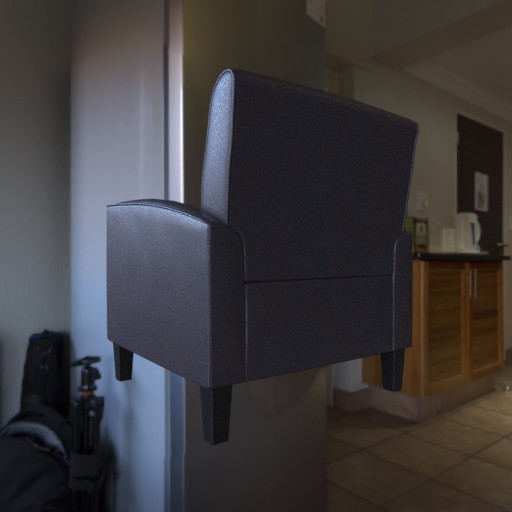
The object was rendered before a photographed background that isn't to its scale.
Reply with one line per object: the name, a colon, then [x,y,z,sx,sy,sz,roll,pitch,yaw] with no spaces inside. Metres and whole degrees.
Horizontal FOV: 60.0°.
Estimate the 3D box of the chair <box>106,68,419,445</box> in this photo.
chair: [0.000,0.000,1.565,0.820,0.916,0.819,0,1,-36]
